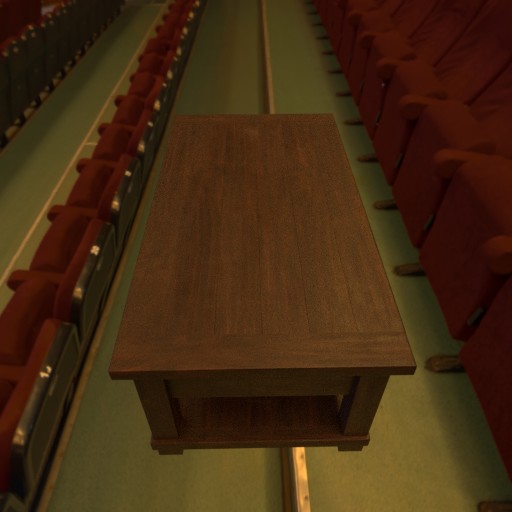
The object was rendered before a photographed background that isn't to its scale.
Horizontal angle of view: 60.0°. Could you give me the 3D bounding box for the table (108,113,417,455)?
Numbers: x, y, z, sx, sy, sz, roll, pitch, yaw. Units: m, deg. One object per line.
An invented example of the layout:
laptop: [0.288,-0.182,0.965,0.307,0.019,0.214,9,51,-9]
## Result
table: [0.000,0.000,1.602,0.700,0.494,1.270,-1,43,-1]
